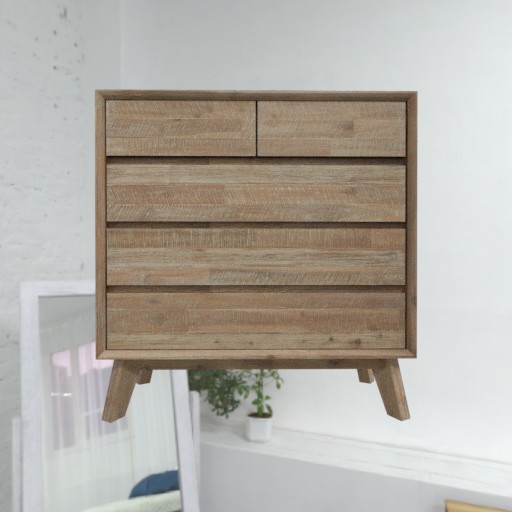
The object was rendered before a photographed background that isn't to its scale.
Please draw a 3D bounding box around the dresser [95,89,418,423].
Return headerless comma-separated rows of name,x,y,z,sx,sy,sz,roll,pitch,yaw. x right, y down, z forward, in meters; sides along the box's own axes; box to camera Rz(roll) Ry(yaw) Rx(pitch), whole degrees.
dresser,0.000,0.000,1.601,0.998,1.029,0.455,0,0,-1
